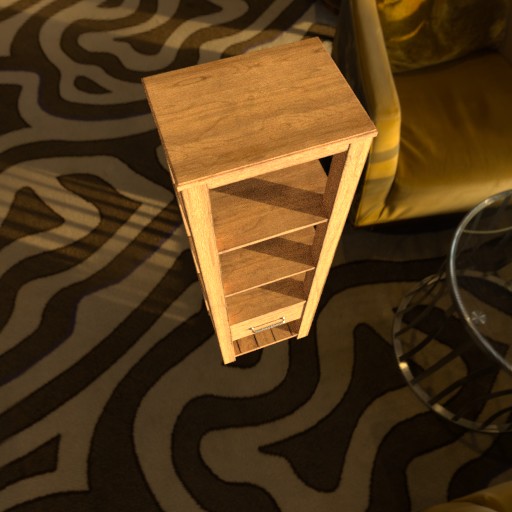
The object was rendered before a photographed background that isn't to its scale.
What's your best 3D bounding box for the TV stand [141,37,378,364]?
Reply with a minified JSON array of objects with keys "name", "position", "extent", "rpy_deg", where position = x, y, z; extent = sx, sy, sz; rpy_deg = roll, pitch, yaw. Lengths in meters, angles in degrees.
[{"name":"TV stand","position":[0.000,0.000,2.056],"extent":[0.565,1.828,0.435],"rpy_deg":[-17,64,-9]}]
